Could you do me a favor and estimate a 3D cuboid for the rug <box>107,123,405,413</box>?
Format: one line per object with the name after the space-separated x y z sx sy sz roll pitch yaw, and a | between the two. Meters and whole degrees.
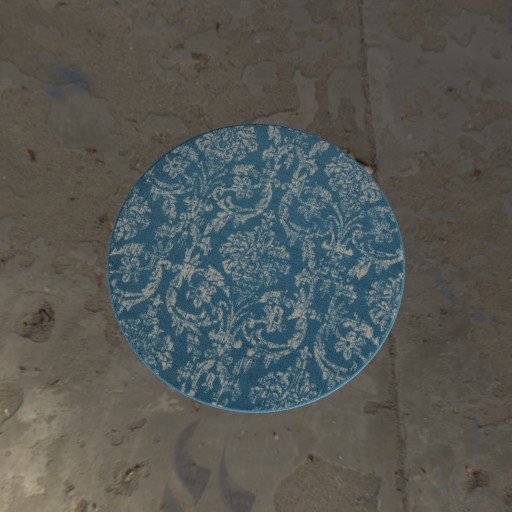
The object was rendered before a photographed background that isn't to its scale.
0.000 0.000 2.380 1.593 0.012 1.593 0 76 0 | rug
